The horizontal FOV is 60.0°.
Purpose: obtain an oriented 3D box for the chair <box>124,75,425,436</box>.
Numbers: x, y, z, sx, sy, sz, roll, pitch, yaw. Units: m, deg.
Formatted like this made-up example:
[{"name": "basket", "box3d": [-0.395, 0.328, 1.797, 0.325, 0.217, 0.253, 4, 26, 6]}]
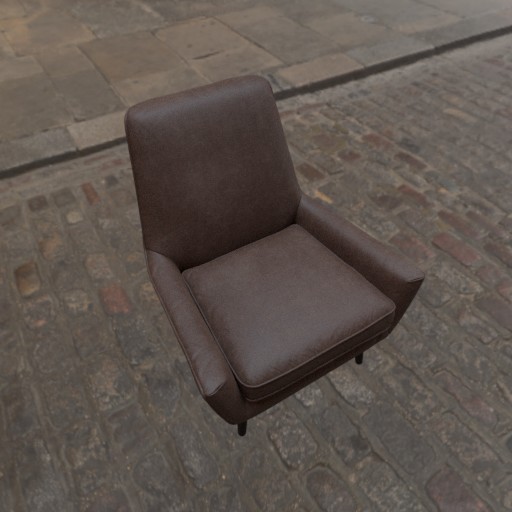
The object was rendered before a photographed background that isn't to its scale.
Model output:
[{"name": "chair", "box3d": [0.000, 0.000, 1.506, 0.787, 0.888, 0.824, -24, 50, -22]}]
